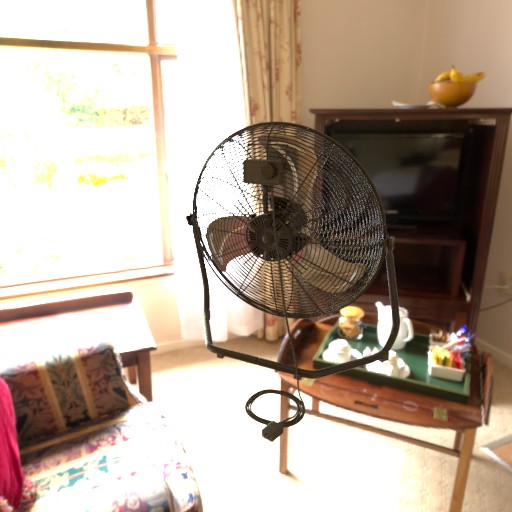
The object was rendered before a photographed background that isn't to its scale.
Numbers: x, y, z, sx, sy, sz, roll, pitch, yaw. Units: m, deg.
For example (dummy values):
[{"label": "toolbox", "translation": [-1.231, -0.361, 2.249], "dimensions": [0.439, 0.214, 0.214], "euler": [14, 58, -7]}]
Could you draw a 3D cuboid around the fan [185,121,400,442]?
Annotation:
[{"label": "fan", "translation": [0.000, 0.000, 0.941], "dimensions": [0.555, 0.546, 0.424], "euler": [9, 19, 26]}]
